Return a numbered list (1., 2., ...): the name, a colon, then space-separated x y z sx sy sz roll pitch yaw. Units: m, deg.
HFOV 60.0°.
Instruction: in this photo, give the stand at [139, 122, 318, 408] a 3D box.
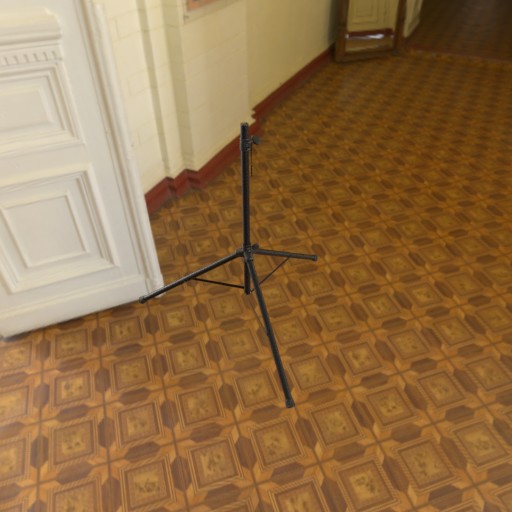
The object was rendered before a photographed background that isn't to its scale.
1. stand: 0.000 0.000 2.849 1.596 1.595 1.339 -13 43 -14
